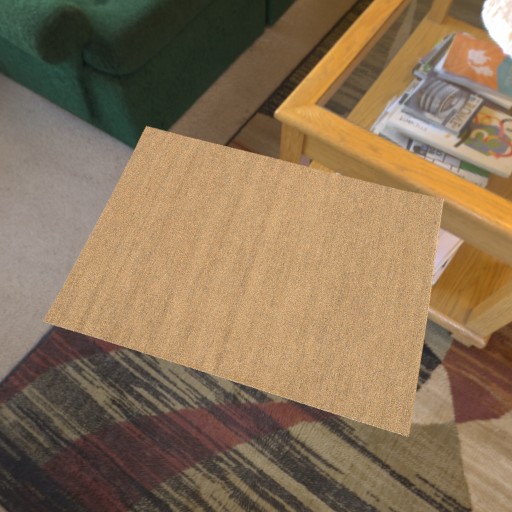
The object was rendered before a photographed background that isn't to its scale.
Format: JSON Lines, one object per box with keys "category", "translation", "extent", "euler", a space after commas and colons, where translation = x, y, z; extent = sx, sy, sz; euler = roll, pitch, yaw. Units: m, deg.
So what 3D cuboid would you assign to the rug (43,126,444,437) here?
{"category": "rug", "translation": [0.000, 0.000, 2.912], "extent": [2.264, 0.030, 1.624], "euler": [16, 65, 7]}
